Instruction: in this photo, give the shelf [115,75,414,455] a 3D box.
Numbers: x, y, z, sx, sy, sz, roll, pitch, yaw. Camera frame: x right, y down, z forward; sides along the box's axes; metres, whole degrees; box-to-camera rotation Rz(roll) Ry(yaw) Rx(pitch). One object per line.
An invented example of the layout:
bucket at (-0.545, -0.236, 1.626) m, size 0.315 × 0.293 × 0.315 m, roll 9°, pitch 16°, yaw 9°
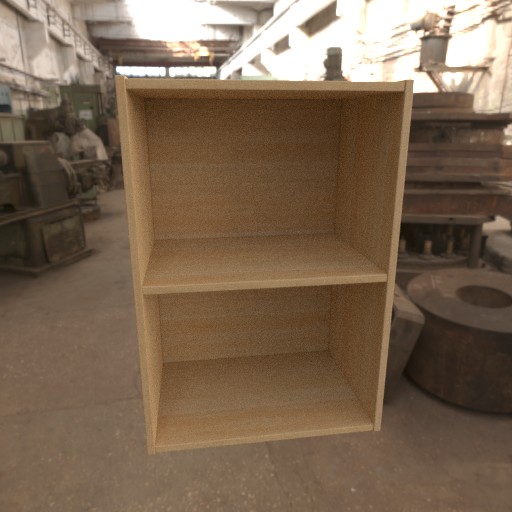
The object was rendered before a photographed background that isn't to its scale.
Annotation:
shelf at (0.000, 0.000, 0.822) m, size 0.414 × 0.592 × 0.290 m, roll -3°, pitch 17°, yaw -8°
